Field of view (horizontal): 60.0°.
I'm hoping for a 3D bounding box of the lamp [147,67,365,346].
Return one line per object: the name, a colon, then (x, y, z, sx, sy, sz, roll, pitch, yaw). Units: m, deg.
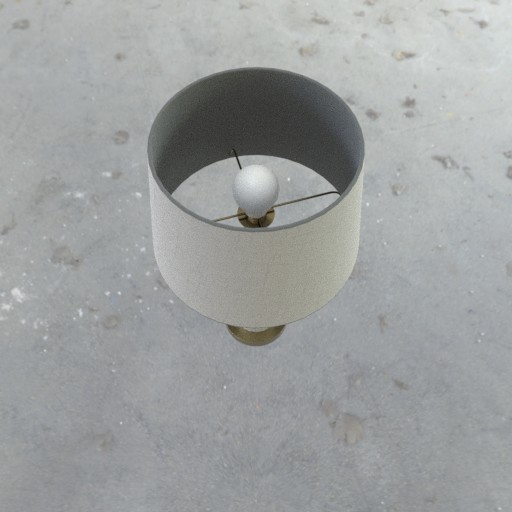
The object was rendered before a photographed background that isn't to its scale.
lamp: (0.000, 0.000, 0.738, 0.309, 0.545, 0.309, 0, 61, 0)
